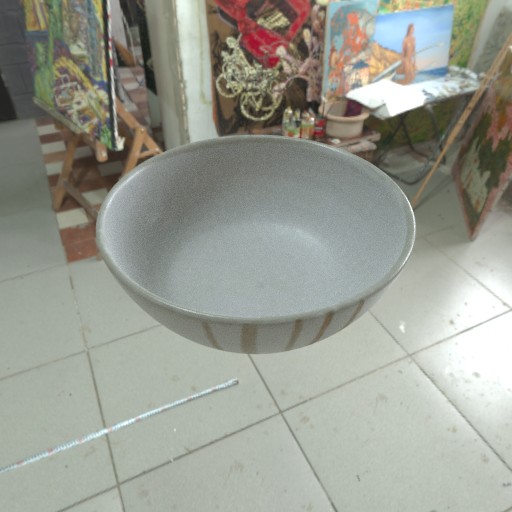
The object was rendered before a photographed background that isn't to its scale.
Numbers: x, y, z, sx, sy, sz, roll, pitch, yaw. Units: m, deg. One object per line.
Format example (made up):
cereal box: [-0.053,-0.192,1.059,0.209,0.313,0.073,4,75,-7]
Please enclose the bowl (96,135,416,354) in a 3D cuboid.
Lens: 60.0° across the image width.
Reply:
bowl: [0.000,0.000,0.422,0.268,0.121,0.268,0,41,0]
